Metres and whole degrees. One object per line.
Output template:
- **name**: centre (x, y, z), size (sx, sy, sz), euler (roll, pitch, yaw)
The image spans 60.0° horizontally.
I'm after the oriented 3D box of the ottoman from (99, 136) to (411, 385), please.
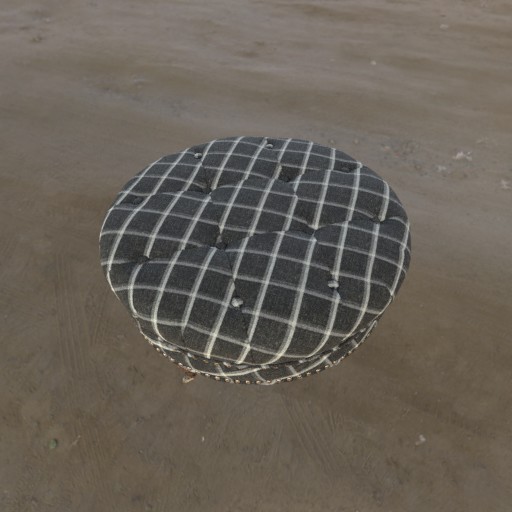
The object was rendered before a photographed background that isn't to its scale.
- **ottoman**: centre (0.000, 0.000, 1.419), size (0.901, 0.439, 0.901), euler (0, 47, 0)
